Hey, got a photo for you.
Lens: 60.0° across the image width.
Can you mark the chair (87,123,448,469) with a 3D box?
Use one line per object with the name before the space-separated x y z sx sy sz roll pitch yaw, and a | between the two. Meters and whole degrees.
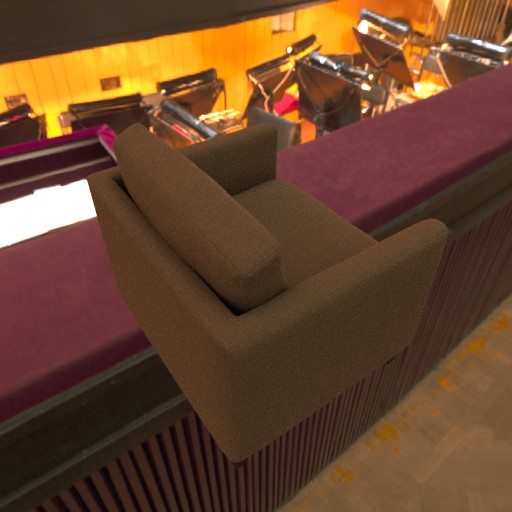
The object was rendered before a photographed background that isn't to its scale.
chair | 0.000 0.000 1.828 0.959 0.963 1.107 -24 46 -26
